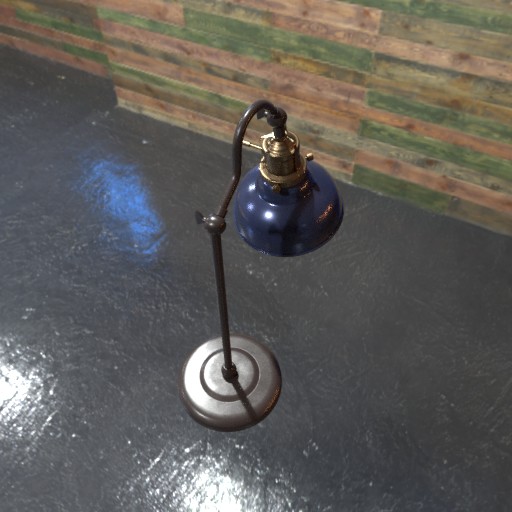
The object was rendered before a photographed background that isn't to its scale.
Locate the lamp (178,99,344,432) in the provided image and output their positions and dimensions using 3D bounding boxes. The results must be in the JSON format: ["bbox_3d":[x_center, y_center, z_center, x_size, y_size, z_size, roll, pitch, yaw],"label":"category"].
[{"bbox_3d":[0.000,0.000,0.687,0.192,0.508,0.374,24,52,21],"label":"lamp"}]
